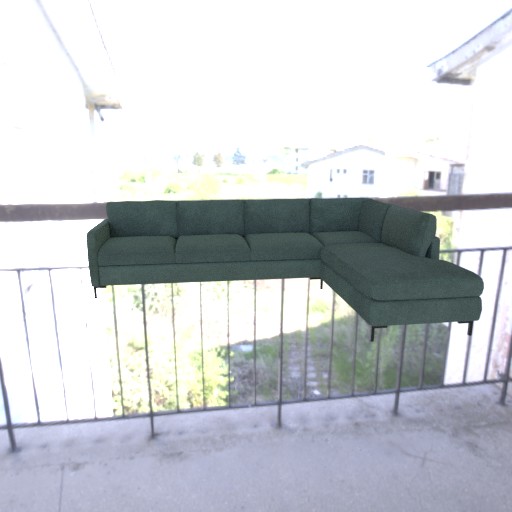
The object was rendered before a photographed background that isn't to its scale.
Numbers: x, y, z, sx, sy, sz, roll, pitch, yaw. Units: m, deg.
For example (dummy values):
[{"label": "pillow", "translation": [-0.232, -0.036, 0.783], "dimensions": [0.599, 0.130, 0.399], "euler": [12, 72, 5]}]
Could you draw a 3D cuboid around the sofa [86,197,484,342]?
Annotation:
[{"label": "sofa", "translation": [0.000, 0.000, 3.230], "dimensions": [2.486, 0.687, 1.707], "euler": [-2, 13, -8]}]
